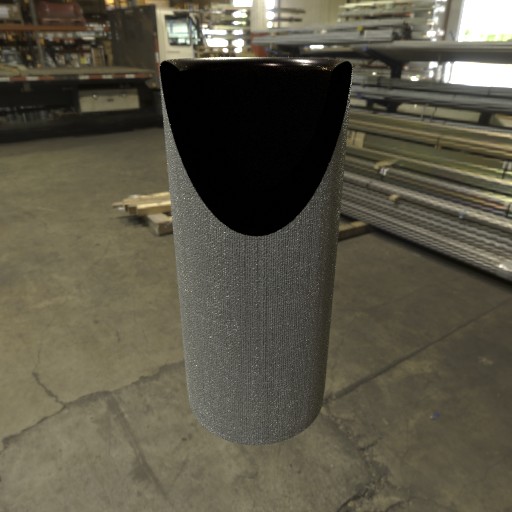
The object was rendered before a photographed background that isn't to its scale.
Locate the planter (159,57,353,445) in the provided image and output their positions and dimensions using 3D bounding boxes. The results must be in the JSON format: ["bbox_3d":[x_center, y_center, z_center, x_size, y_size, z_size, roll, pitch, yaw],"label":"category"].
[{"bbox_3d":[0.000,0.000,0.127,0.045,0.103,0.045,-17,31,-31],"label":"planter"}]
